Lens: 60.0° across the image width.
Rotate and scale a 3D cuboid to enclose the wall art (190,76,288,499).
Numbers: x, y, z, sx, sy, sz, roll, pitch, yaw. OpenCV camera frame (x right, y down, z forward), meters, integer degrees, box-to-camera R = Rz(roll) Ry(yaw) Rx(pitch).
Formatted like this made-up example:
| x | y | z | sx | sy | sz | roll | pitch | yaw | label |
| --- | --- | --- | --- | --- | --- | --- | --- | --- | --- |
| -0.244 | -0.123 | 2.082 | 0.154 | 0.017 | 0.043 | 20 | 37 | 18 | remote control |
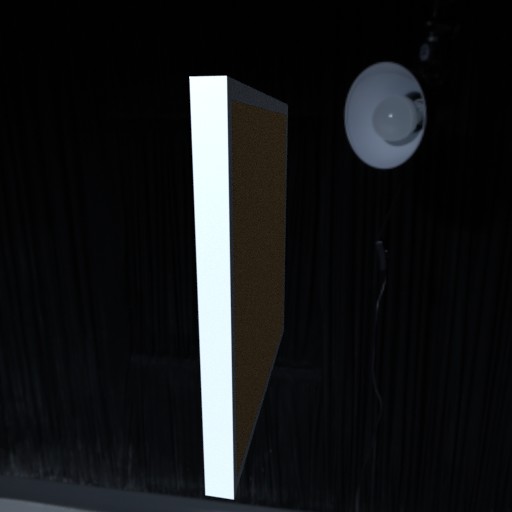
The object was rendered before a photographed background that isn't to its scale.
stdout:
| x | y | z | sx | sy | sz | roll | pitch | yaw | label |
| --- | --- | --- | --- | --- | --- | --- | --- | --- | --- |
| 0.000 | 0.000 | 0.742 | 0.038 | 0.506 | 0.506 | 3 | 16 | 10 | wall art |
